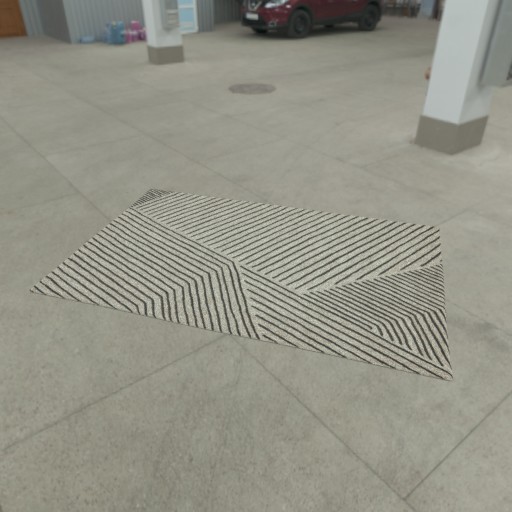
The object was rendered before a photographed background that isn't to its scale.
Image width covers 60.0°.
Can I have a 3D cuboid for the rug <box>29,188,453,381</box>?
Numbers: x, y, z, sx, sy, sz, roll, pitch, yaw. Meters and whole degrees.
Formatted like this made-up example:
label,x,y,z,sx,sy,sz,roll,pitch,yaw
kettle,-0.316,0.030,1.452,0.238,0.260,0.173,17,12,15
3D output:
label,x,y,z,sx,sy,sz,roll,pitch,yaw
rug,0.000,0.000,2.994,2.406,0.023,1.539,9,34,14
